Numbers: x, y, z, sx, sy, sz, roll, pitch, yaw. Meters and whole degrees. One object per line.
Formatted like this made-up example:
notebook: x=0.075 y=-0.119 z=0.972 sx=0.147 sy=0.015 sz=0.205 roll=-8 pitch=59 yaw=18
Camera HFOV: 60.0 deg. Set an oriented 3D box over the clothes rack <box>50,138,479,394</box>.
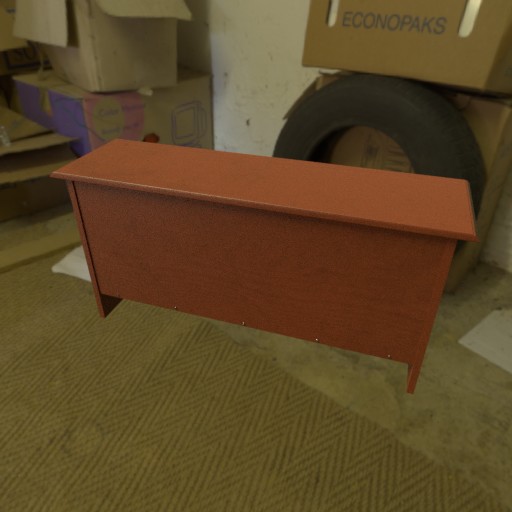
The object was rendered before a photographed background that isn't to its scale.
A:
clothes rack: x=0.000 y=0.000 z=1.526 sx=1.251 sy=0.594 sz=0.362 roll=10 pitch=34 yaw=16
